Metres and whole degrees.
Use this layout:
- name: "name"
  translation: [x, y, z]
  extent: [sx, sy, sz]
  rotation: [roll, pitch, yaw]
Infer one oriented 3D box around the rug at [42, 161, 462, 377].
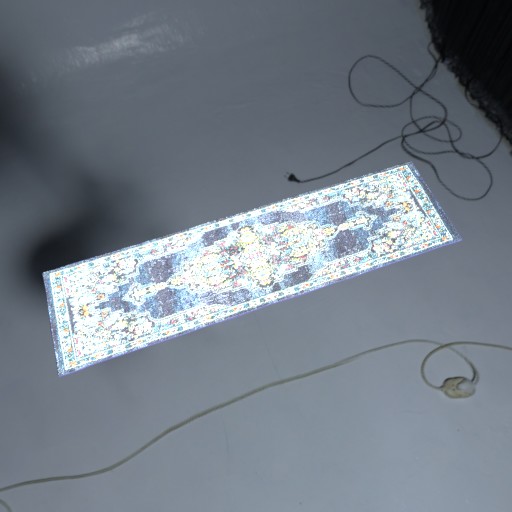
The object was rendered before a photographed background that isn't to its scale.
- name: "rug"
  translation: [0.000, 0.000, 2.476]
  extent: [2.283, 0.016, 0.602]
  rotation: [-18, 65, -8]
